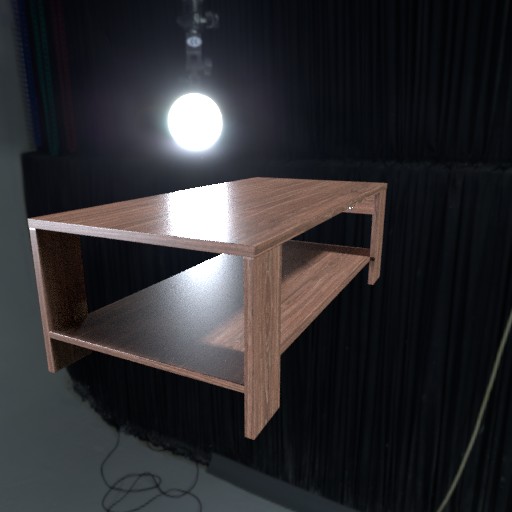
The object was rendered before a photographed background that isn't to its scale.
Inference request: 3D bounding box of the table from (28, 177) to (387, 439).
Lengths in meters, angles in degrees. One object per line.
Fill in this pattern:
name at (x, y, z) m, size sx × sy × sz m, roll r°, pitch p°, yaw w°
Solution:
table at (0.000, 0.000, 1.482) m, size 0.600 × 0.400 × 1.200 m, roll 8°, pitch 17°, yaw 26°
